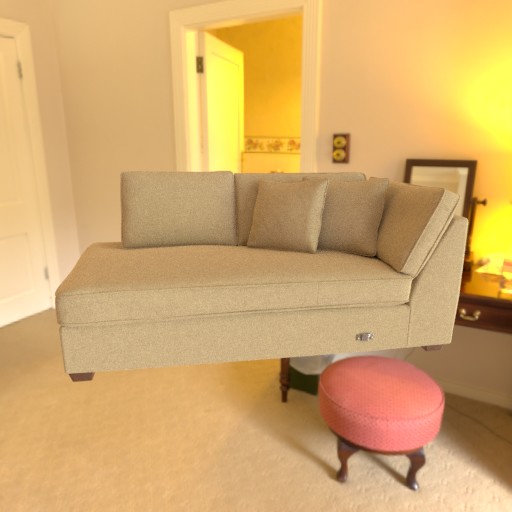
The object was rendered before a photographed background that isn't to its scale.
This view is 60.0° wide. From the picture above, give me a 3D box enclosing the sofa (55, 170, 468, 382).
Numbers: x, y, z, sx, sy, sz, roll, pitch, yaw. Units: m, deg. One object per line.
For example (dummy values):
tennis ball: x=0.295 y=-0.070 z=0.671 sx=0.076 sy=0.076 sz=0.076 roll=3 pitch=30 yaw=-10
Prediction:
sofa: x=0.000 y=0.000 z=2.846 sx=2.237 sy=1.033 sz=1.110 roll=-2 pitch=16 yaw=-9
